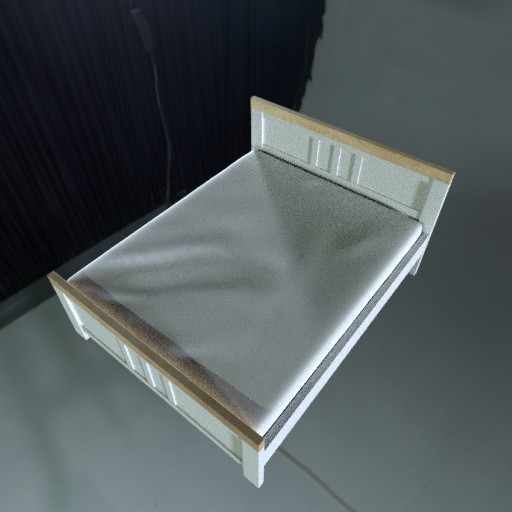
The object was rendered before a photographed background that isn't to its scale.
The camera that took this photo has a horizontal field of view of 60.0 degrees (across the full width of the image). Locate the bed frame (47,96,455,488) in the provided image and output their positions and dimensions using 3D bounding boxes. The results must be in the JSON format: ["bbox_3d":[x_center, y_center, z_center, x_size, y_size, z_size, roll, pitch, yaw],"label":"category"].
[{"bbox_3d":[0.000,0.000,3.022,1.670,0.980,2.050,30,53,25],"label":"bed frame"}]
